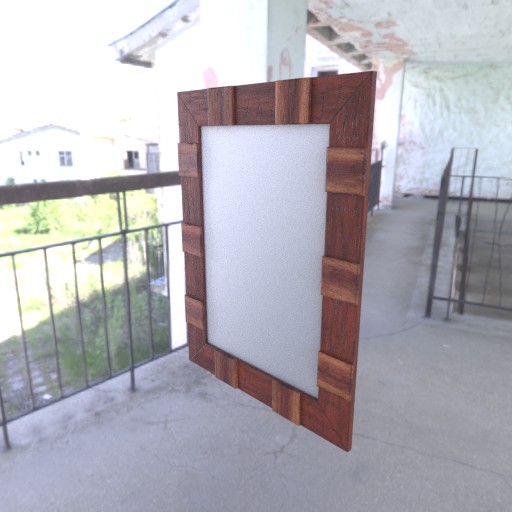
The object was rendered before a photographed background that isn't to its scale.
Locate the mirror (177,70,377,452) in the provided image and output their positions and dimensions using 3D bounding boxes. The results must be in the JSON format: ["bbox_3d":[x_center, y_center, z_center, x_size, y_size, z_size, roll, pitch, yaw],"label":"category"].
[{"bbox_3d":[0.000,0.000,1.105,0.021,0.805,0.600,-15,21,-43],"label":"mirror"}]
